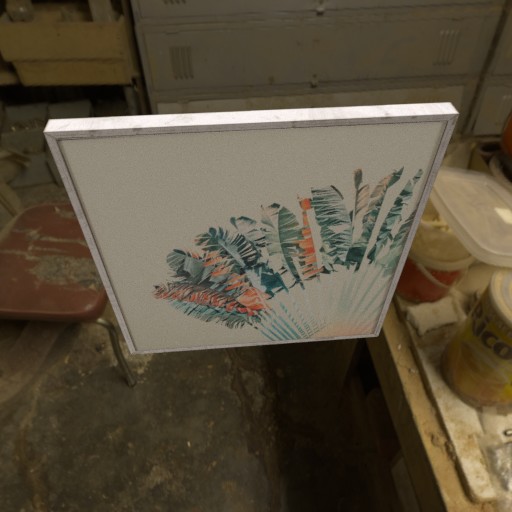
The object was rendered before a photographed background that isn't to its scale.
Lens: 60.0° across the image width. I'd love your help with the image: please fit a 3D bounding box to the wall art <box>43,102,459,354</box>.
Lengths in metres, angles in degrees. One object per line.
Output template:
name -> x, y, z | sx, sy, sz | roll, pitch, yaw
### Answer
wall art -> 0.000, 0.000, 0.734 | 0.508, 0.506, 0.029 | -4, 47, -3
